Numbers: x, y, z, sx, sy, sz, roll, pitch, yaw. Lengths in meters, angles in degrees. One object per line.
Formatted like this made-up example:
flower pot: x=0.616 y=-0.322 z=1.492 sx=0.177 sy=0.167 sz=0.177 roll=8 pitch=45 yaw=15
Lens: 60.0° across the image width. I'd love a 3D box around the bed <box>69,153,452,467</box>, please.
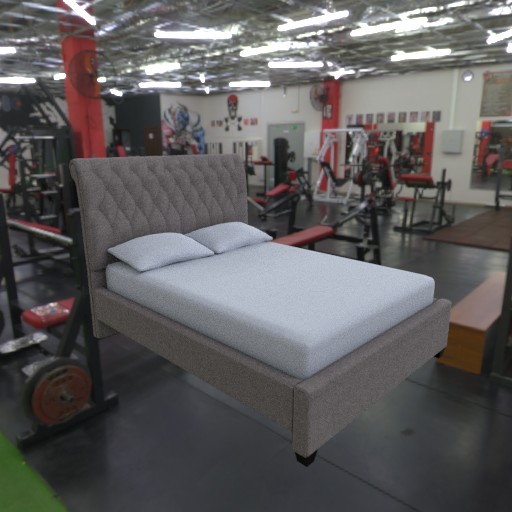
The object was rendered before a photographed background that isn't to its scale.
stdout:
bed: x=0.000 y=0.000 z=3.225 sx=2.252 sy=1.371 sz=1.645 roll=14 pitch=20 yaw=43
